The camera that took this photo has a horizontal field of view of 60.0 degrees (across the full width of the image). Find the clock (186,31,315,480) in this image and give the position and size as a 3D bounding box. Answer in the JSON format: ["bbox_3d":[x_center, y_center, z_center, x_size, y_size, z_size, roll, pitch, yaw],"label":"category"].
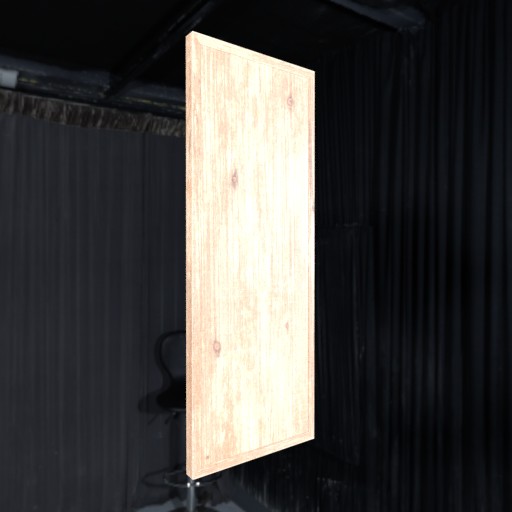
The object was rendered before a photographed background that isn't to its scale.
[{"bbox_3d":[0.000,0.000,1.071,0.361,0.965,0.030,0,1,-36],"label":"clock"}]
